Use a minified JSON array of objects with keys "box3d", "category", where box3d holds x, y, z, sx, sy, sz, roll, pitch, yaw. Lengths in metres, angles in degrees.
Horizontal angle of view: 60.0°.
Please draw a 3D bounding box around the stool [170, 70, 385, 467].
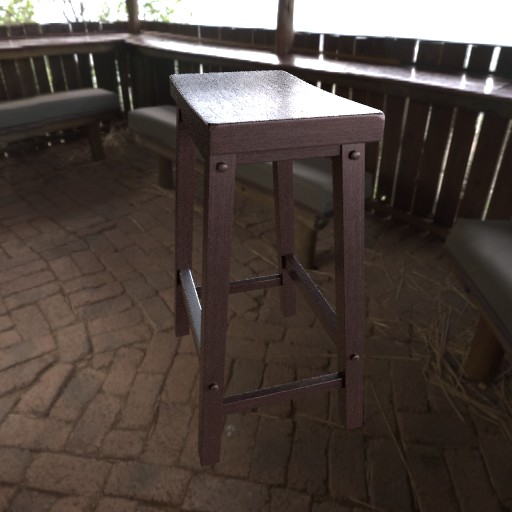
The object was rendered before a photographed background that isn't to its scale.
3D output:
[{"box3d":[0.000,0.000,0.856,0.322,0.610,0.406,-8,31,-14],"category":"stool"}]
